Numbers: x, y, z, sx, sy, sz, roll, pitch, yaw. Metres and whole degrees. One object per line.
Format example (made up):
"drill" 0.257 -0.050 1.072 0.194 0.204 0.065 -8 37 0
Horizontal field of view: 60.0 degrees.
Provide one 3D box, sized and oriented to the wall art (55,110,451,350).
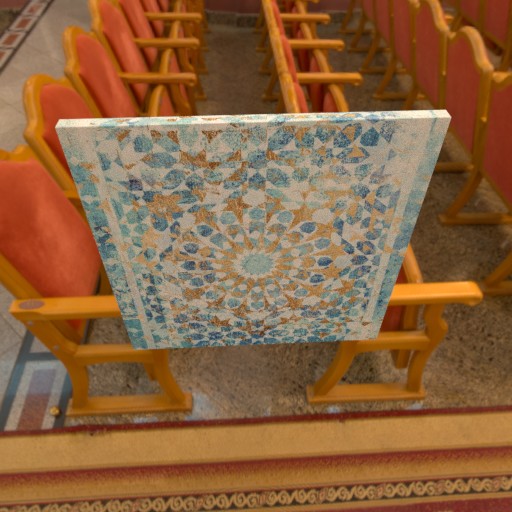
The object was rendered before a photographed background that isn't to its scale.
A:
"wall art" 0.000 0.000 1.360 0.916 0.916 0.040 -2 45 -2
